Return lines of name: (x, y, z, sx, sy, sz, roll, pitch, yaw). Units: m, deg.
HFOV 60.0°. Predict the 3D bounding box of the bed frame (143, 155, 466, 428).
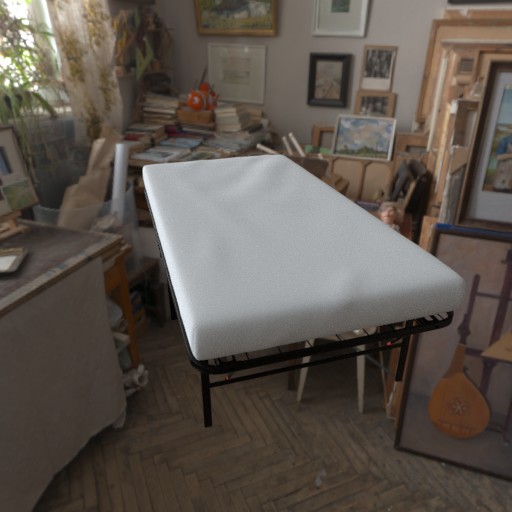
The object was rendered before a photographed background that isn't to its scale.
bed frame: (0.000, 0.000, 2.330, 0.989, 0.619, 1.903, -8, 28, -15)
